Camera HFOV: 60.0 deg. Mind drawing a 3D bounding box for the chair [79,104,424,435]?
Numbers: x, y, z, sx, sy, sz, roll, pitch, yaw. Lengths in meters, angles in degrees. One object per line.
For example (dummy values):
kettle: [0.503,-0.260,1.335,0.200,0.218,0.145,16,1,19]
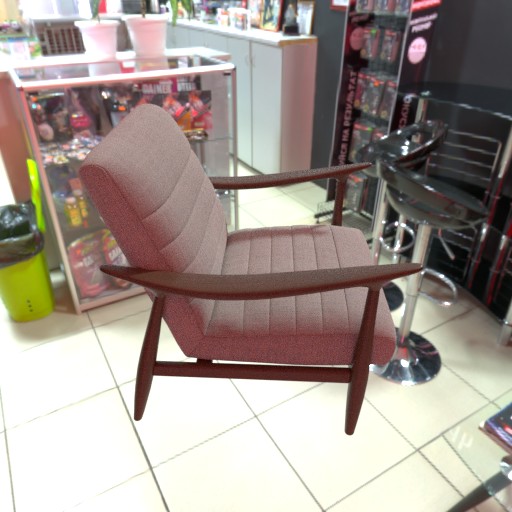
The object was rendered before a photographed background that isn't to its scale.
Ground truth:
chair: [0.000,0.000,1.409,0.798,0.832,0.741,1,32,2]
